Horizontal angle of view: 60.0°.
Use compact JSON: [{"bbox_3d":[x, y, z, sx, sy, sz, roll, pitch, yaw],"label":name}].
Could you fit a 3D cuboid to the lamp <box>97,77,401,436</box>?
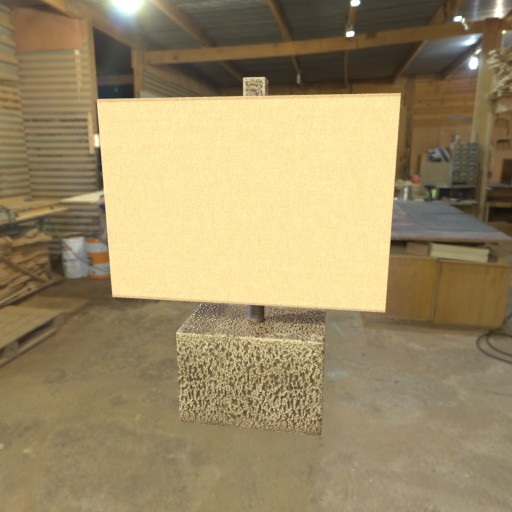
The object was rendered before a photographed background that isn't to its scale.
[{"bbox_3d":[0.000,0.000,0.548,0.294,0.411,0.180,2,14,9],"label":"lamp"}]
